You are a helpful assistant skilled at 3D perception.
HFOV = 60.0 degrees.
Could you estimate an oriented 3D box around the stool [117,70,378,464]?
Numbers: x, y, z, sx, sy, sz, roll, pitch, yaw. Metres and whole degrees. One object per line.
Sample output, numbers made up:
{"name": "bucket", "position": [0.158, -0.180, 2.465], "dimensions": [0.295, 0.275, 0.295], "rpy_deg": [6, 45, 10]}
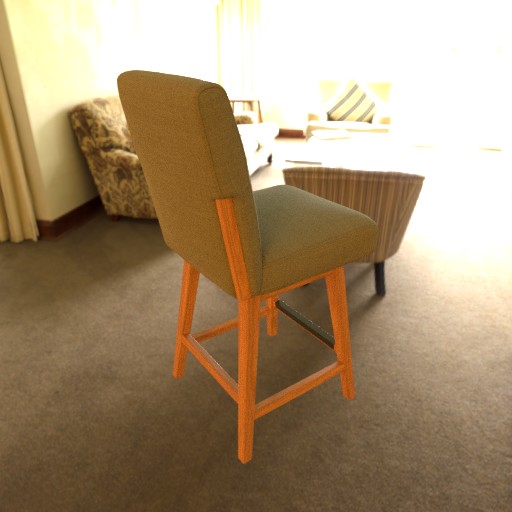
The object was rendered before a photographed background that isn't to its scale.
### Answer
{"name": "stool", "position": [0.000, 0.000, 1.304], "dimensions": [0.570, 1.019, 0.459], "rpy_deg": [-18, 31, -31]}
